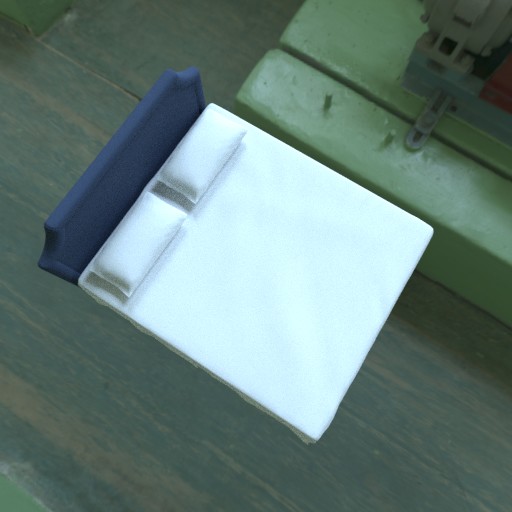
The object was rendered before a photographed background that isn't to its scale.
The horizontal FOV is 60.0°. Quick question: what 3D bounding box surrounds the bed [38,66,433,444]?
[{"bbox_3d":[0.000,0.000,4.024,2.773,1.488,2.350,31,78,8],"label":"bed"}]
